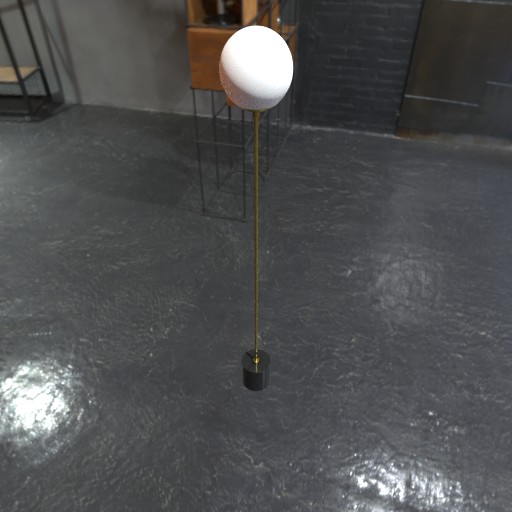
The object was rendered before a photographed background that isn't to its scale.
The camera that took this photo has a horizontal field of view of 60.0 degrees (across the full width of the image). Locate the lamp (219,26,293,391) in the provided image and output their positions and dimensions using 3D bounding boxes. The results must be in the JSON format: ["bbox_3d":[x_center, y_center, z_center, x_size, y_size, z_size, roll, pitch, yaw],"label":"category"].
[{"bbox_3d":[0.000,0.000,1.859,0.229,1.748,0.229,11,41,13],"label":"lamp"}]
